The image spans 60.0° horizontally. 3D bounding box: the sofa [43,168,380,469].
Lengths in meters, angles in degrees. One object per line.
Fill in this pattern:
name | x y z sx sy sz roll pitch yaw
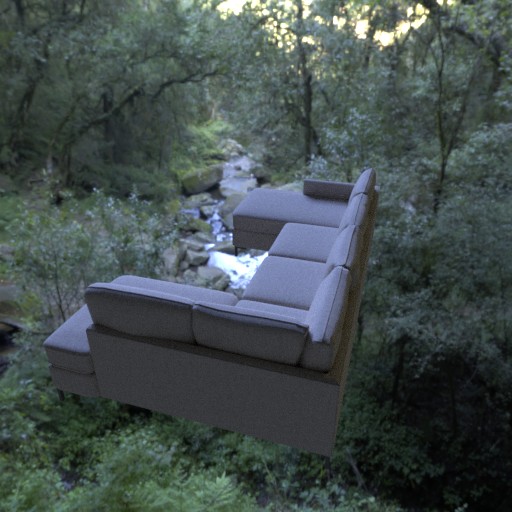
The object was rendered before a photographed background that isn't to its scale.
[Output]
sofa | 0.000 0.000 4.195 2.021 0.996 3.423 9 30 15
